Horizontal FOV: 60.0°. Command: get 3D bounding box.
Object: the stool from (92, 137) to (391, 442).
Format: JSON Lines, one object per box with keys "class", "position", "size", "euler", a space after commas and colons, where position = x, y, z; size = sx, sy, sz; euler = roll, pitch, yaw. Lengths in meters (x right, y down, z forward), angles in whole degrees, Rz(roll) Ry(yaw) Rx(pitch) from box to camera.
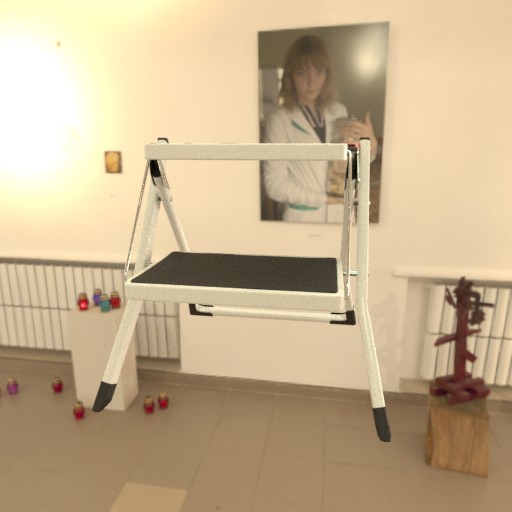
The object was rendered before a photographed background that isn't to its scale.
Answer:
{"class": "stool", "position": [0.000, 0.000, 0.858], "size": [0.485, 0.445, 0.490], "euler": [2, 14, 9]}
